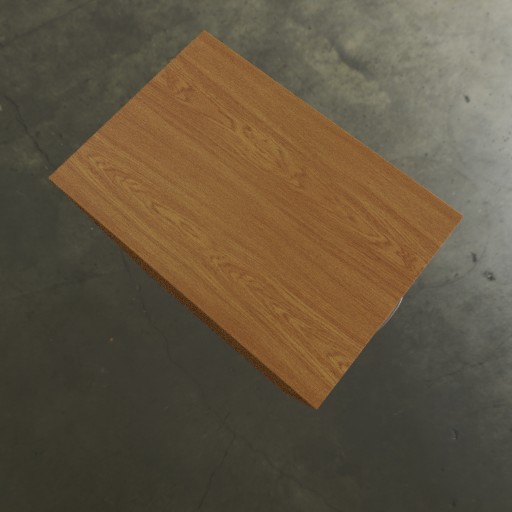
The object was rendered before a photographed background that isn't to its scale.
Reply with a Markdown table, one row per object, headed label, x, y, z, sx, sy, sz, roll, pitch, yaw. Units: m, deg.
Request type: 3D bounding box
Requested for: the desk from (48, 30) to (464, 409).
| label | x | y | z | sx | sy | sz | roll | pitch | yaw |
| --- | --- | --- | --- | --- | --- | --- | --- | --- | --- |
| desk | 0.000 | 0.000 | 1.106 | 0.600 | 0.730 | 0.404 | 39 | 78 | 10 |
